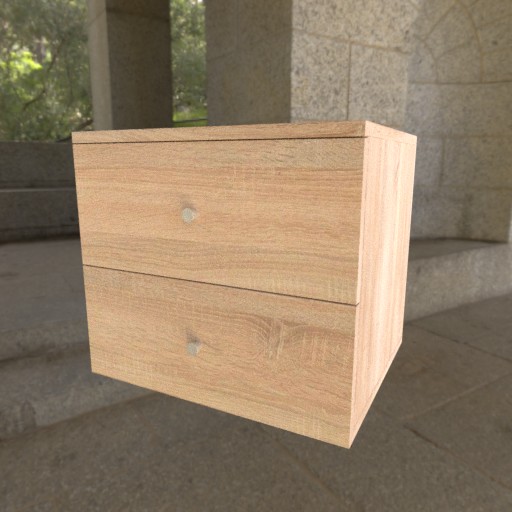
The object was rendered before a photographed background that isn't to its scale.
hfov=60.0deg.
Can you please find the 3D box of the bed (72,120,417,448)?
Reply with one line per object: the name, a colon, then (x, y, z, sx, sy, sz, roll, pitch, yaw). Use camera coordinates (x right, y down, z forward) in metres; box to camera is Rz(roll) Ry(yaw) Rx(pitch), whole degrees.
bed: (0.000, 0.000, 0.790, 0.460, 0.420, 0.401, 6, 14, 27)
